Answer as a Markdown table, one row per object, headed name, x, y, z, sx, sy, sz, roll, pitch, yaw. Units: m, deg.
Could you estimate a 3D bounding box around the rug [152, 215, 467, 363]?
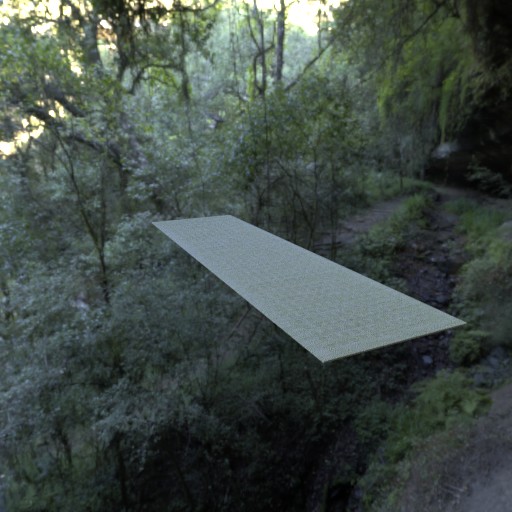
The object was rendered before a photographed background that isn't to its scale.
| name | x | y | z | sx | sy | sz | roll | pitch | yaw |
| --- | --- | --- | --- | --- | --- | --- | --- | --- | --- |
| rug | 0.000 | 0.000 | 2.672 | 0.686 | 0.006 | 2.437 | -8 | 18 | -25 |
